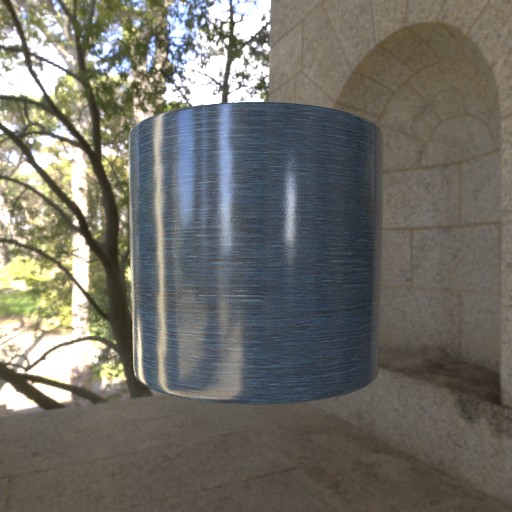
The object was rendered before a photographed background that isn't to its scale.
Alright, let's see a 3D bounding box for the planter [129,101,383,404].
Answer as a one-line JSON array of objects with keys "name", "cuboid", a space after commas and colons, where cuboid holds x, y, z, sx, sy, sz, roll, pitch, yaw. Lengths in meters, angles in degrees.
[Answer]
[{"name": "planter", "cuboid": [0.000, 0.000, 0.400, 0.221, 0.201, 0.221, 0, 0, 0]}]
